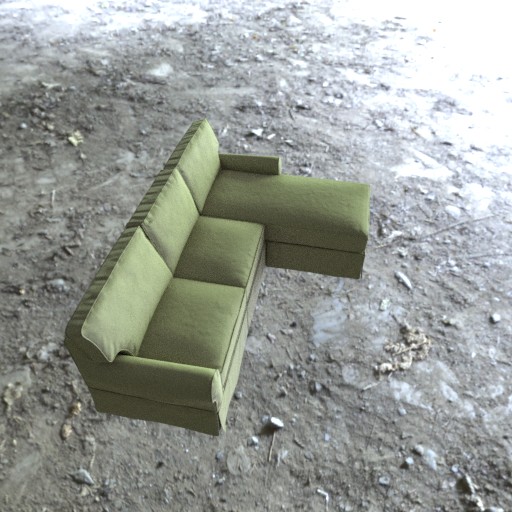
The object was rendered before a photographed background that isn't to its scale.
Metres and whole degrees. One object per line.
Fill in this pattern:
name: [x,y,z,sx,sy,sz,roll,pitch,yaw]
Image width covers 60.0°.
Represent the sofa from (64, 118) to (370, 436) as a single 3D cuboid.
sofa: [0.000,0.000,3.382,1.733,0.978,2.475,8,45,8]
